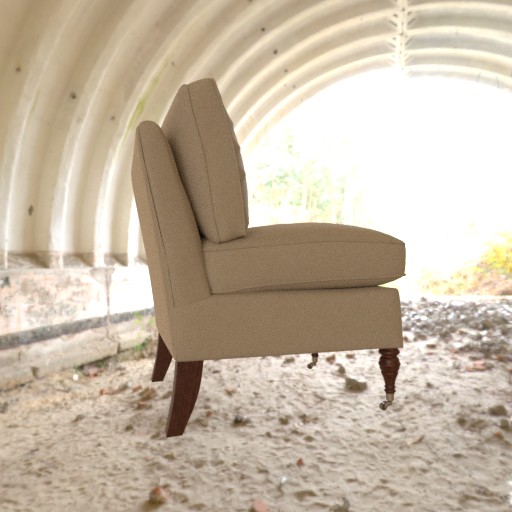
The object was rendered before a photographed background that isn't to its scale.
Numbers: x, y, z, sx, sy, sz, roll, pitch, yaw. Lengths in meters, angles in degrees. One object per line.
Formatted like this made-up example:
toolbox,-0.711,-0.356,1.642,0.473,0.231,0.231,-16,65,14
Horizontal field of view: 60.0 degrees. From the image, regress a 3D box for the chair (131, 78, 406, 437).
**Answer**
chair,0.000,0.000,1.699,0.912,1.052,0.724,0,-1,-17
